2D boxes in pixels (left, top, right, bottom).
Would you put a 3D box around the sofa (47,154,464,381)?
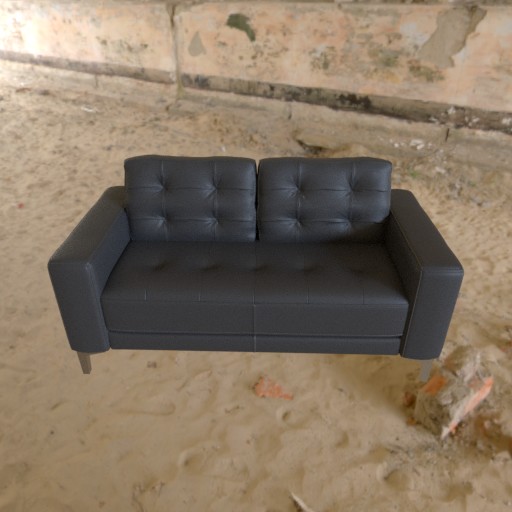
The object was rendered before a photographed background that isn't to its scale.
[{"bbox_3d":[0.000,0.000,2.217,1.726,0.893,0.833,1,31,1],"label":"sofa"}]
